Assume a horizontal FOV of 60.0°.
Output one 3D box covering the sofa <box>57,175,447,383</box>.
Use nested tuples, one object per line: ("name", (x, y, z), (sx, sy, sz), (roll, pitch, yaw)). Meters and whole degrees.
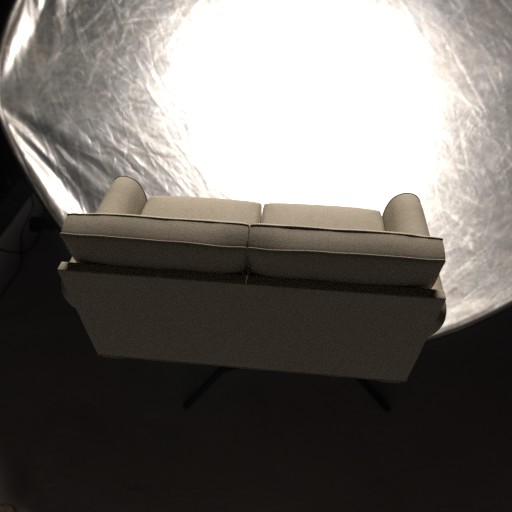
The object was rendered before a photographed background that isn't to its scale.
("sofa", (0.000, 0.000, 2.315), (1.774, 0.933, 0.861), (4, 46, 4))
